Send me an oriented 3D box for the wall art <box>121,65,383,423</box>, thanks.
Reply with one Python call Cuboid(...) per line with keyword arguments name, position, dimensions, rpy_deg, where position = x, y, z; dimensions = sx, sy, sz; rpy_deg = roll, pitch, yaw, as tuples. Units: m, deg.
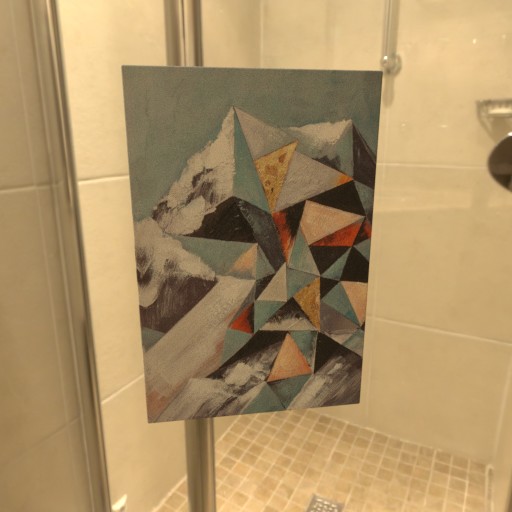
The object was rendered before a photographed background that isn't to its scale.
Cuboid(name="wall art", position=(0.000, 0.000, 1.164), dimensions=(0.609, 0.911, 0.061), rpy_deg=(-2, 15, -9))
